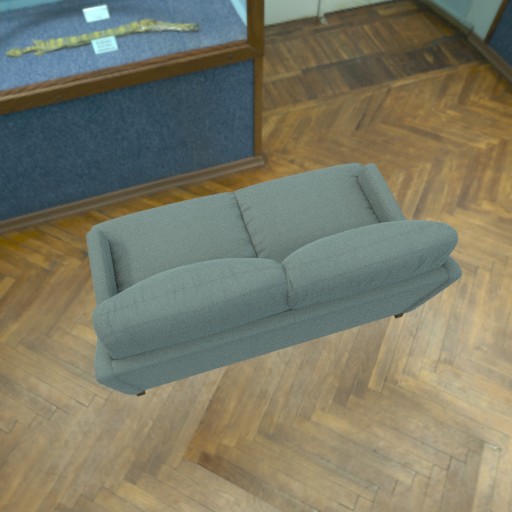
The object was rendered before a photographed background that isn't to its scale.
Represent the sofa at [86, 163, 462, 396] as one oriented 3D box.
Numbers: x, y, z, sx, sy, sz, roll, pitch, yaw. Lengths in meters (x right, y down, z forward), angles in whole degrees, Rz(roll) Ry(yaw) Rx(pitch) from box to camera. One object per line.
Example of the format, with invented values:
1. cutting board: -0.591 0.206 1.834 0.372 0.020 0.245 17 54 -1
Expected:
1. sofa: 0.000 0.000 2.217 1.589 0.921 0.987 -15 60 -9
